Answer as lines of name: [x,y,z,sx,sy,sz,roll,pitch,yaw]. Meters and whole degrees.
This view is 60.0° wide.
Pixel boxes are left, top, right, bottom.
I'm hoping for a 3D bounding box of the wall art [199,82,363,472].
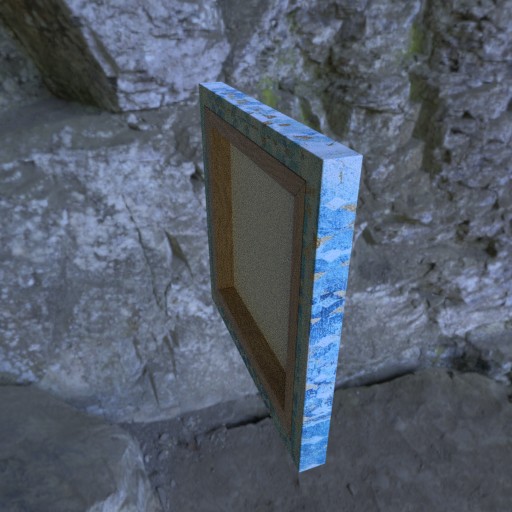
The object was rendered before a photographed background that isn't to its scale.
wall art: [0.000,0.000,0.627,0.037,0.405,0.405,-11,32,-18]
